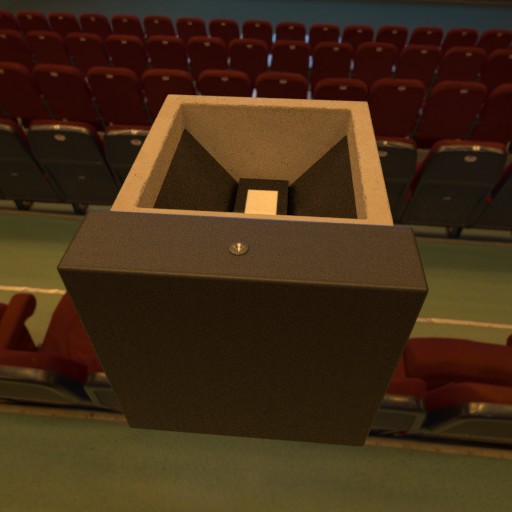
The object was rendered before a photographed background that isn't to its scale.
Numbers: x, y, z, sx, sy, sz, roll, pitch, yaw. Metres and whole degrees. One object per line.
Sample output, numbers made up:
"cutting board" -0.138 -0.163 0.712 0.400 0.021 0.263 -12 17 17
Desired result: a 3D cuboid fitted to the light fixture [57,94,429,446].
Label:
"light fixture" 0.000 0.000 0.234 0.121 0.121 0.143 3 45 3
